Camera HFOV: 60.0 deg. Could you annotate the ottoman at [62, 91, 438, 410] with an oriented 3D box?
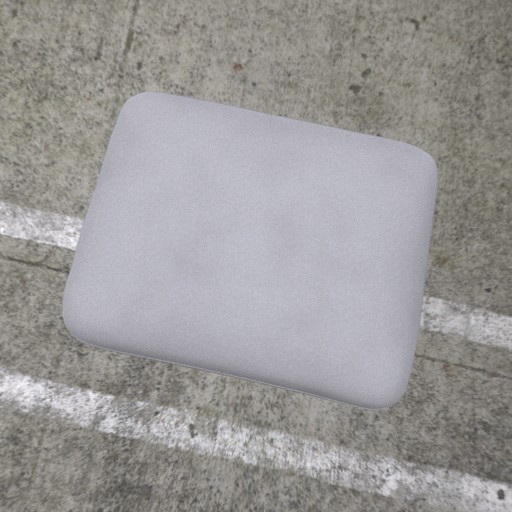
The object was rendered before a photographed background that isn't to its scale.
[{"bbox_3d":[0.000,0.000,1.118,0.747,0.478,0.593,12,77,3],"label":"ottoman"}]
